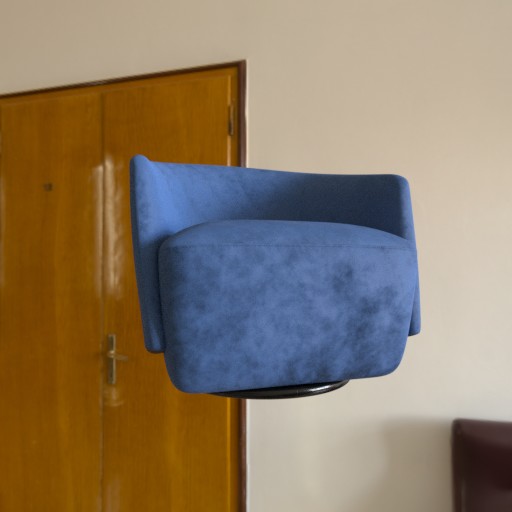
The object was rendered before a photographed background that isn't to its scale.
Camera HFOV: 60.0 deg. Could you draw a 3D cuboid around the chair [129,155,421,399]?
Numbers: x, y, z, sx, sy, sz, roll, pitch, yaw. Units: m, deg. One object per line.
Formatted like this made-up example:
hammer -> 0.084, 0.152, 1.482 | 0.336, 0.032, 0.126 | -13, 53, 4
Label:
chair -> 0.000, 0.000, 1.371 | 0.773, 0.698, 0.767 | 0, -1, -18
